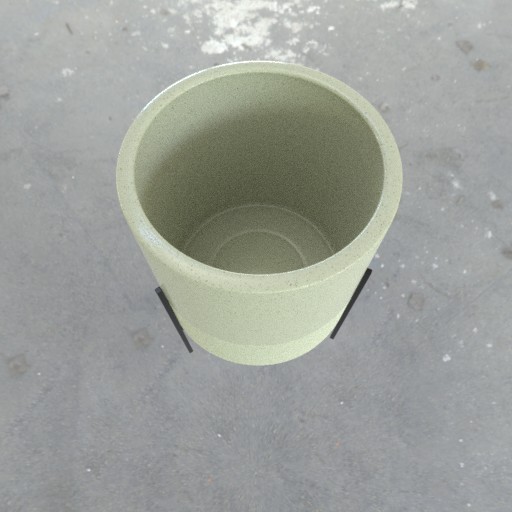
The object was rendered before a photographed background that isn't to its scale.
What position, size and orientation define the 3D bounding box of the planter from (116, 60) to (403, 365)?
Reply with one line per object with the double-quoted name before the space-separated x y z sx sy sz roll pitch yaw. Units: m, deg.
"planter" 0.000 0.000 0.698 0.323 0.475 0.314 -33 68 -15
